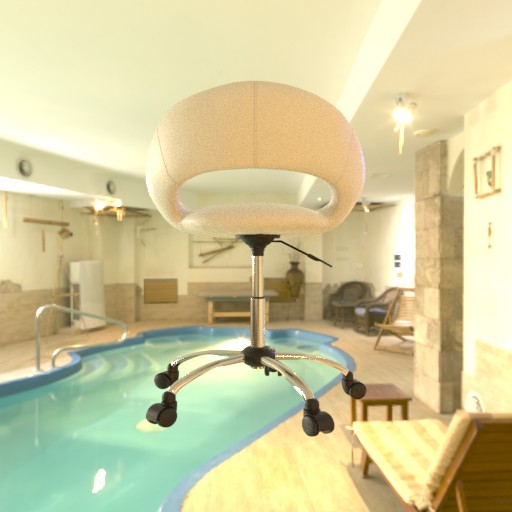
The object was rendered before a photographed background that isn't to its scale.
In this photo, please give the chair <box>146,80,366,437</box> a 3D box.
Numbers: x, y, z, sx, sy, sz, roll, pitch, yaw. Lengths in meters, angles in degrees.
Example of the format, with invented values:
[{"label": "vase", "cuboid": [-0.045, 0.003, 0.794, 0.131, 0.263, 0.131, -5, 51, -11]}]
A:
[{"label": "chair", "cuboid": [0.000, 0.000, 1.222, 0.612, 0.791, 0.538, 0, 0, 0]}]
